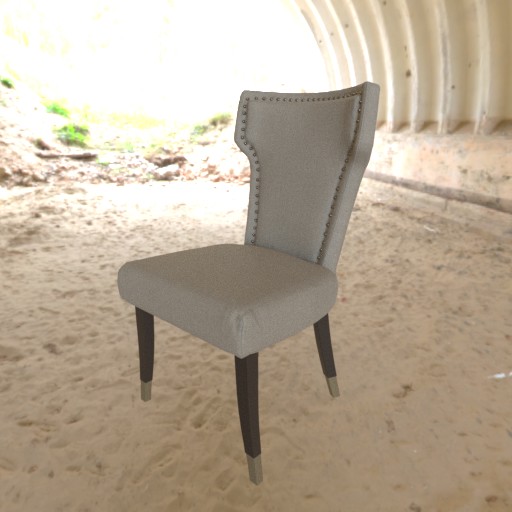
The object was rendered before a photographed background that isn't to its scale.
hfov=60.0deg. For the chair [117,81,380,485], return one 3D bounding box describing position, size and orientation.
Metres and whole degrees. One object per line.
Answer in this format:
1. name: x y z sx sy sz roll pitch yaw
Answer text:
1. chair: 0.000 0.000 1.300 0.526 0.955 0.630 15 22 42
